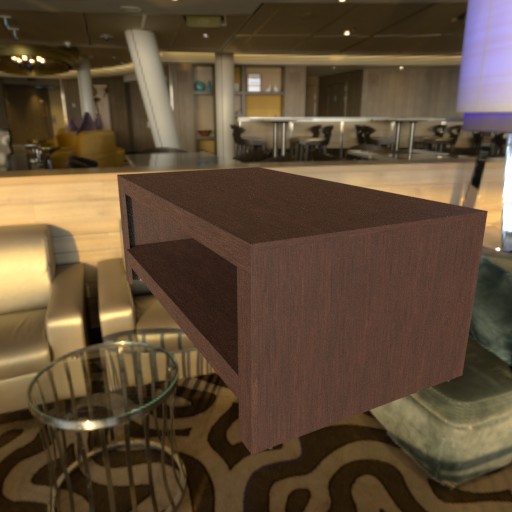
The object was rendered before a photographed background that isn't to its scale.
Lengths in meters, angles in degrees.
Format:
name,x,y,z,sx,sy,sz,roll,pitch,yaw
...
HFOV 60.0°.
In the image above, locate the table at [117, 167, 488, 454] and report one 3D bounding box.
name,x,y,z,sx,sy,sz,roll,pitch,yaw
table,0.000,0.000,1.389,0.597,0.424,1.099,-9,19,-26
